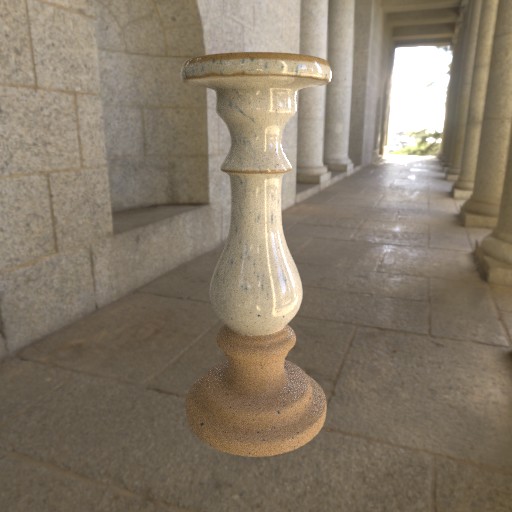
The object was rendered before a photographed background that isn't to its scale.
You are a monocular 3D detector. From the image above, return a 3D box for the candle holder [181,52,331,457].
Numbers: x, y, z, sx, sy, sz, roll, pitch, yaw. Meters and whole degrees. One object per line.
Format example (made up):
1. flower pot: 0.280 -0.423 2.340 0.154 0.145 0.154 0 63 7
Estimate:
1. candle holder: 0.000 0.000 0.253 0.088 0.203 0.088 0 16 0
